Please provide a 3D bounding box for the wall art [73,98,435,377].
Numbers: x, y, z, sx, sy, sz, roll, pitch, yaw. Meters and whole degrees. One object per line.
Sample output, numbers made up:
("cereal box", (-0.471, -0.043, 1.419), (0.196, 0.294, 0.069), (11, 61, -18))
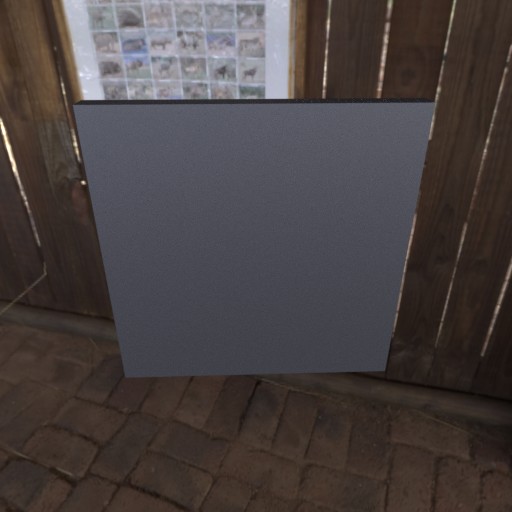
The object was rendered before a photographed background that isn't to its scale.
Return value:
("wall art", (0.000, 0.000, 0.758), (0.507, 0.507, 0.038), (-1, 29, -2))
